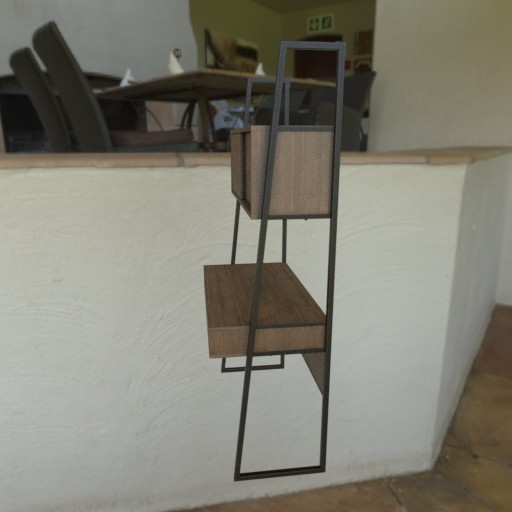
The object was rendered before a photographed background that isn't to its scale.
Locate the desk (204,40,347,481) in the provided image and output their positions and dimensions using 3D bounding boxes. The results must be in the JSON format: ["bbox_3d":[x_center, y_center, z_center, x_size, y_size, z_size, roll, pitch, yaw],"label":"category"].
[{"bbox_3d":[0.000,0.000,2.232,0.515,1.809,0.982,-2,15,-8],"label":"desk"}]
